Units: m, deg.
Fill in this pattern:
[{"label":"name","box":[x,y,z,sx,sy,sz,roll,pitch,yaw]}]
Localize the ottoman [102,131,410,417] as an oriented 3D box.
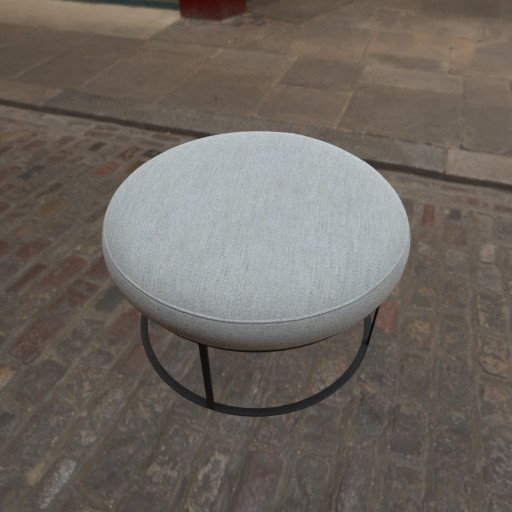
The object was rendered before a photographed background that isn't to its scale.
[{"label":"ottoman","box":[0.000,0.000,1.231,0.769,0.459,0.769,0,43,0]}]
